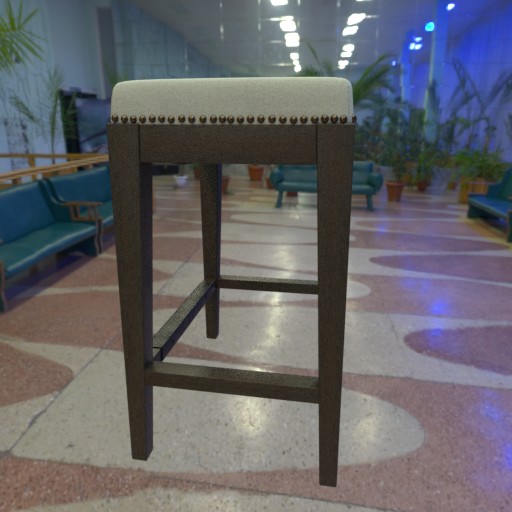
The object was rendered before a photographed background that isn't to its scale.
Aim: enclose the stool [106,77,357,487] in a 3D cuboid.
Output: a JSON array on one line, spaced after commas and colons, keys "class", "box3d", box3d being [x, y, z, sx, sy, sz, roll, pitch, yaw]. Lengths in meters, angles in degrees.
[{"class": "stool", "box3d": [0.000, 0.000, 0.905, 0.361, 0.642, 0.500, 3, 17, 10]}]
